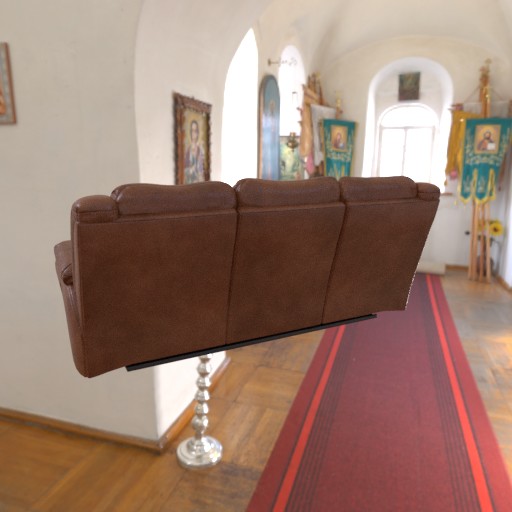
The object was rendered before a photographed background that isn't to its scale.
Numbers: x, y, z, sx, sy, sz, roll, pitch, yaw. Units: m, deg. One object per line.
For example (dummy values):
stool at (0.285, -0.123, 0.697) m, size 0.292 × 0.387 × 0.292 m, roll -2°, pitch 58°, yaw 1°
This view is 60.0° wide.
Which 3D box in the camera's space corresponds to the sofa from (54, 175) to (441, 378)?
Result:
sofa at (0.000, 0.000, 2.868) m, size 2.337 × 1.043 × 0.991 m, roll -7°, pitch 14°, yaw -27°
